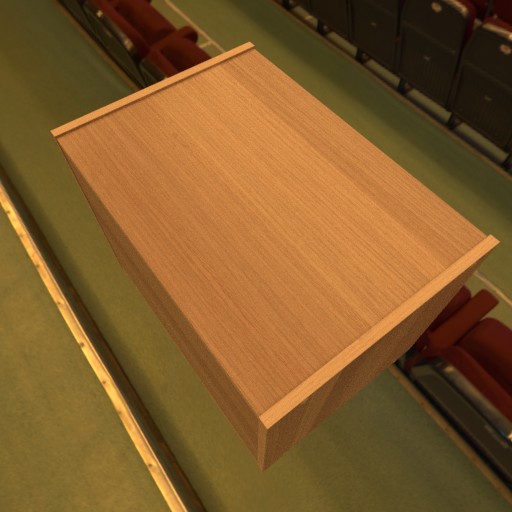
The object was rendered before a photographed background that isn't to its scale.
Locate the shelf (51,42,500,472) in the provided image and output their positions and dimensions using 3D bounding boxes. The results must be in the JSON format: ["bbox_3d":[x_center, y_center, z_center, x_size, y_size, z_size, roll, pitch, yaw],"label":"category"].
[{"bbox_3d":[0.000,0.000,0.607,0.290,0.305,0.415,-33,64,-18],"label":"shelf"}]
